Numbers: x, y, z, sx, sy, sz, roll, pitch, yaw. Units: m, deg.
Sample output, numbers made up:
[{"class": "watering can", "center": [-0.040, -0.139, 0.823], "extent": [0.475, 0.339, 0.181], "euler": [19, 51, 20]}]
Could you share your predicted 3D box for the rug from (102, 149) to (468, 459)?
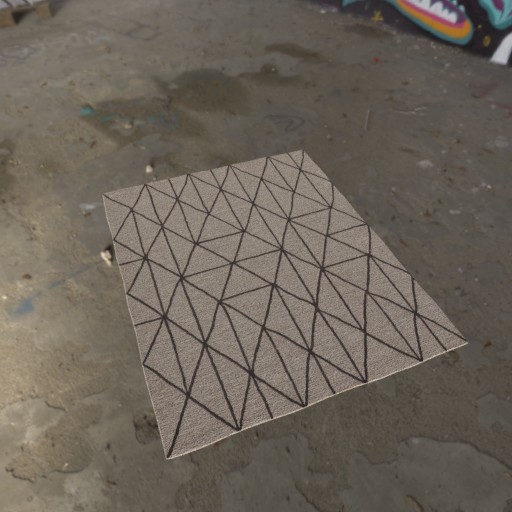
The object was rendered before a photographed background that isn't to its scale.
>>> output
[{"class": "rug", "center": [0.000, 0.000, 4.196], "extent": [2.468, 0.022, 3.061], "euler": [-16, 47, -15]}]
